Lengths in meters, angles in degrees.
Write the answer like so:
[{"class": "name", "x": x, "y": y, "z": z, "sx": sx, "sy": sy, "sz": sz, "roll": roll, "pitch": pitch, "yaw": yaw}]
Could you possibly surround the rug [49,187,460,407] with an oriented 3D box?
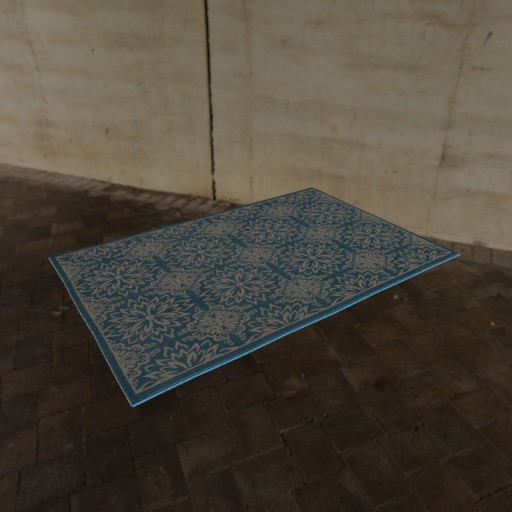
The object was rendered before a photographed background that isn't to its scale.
[{"class": "rug", "x": 0.000, "y": 0.000, "z": 2.361, "sx": 1.833, "sy": 0.012, "sz": 1.211, "roll": -19, "pitch": 35, "yaw": -29}]
